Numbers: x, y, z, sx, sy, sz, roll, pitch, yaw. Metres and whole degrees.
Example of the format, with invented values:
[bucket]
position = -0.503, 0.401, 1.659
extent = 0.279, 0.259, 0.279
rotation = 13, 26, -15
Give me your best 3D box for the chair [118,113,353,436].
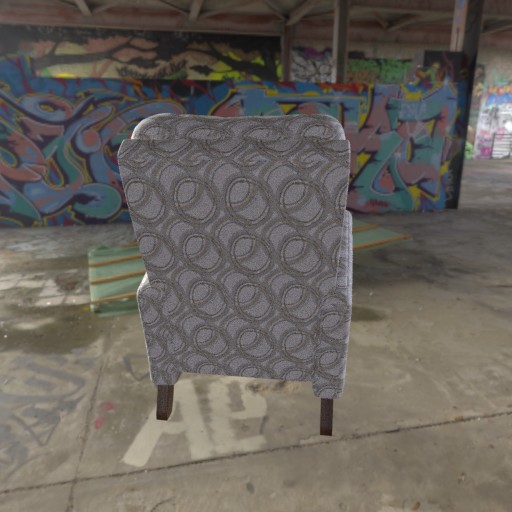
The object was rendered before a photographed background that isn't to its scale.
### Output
[chair]
position = 0.000, 0.000, 1.763
extent = 0.796, 1.065, 0.995
rotation = 2, 16, 8
